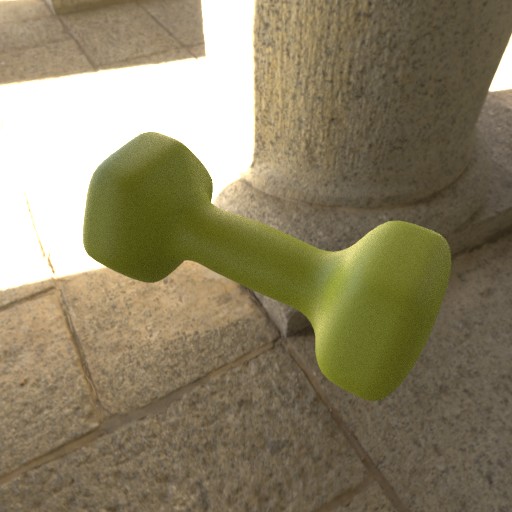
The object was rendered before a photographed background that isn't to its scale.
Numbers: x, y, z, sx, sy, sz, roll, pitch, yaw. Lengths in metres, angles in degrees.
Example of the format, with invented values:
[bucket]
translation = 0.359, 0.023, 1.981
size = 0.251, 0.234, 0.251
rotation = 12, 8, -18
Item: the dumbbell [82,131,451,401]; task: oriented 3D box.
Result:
[dumbbell]
translation = 0.000, 0.000, 0.208
size = 0.164, 0.072, 0.080
rotation = 24, 52, 20
